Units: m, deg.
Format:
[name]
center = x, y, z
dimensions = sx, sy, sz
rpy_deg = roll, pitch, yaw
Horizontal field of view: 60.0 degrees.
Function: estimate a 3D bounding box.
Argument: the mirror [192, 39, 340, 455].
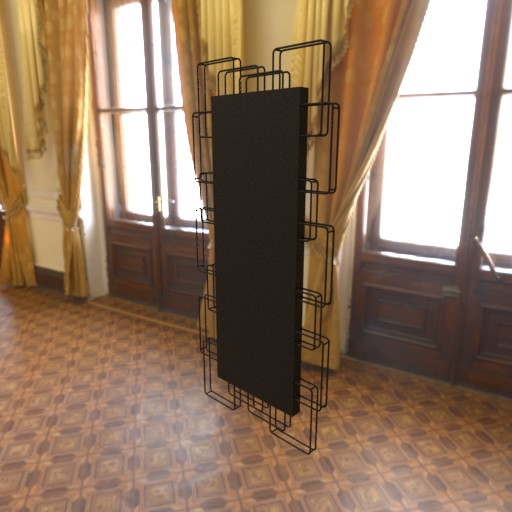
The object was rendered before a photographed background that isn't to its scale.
[mirror]
center = 0.000, 0.000, 1.409
dimensions = 0.565, 1.192, 0.037
rpy_deg = 13, 19, 42
